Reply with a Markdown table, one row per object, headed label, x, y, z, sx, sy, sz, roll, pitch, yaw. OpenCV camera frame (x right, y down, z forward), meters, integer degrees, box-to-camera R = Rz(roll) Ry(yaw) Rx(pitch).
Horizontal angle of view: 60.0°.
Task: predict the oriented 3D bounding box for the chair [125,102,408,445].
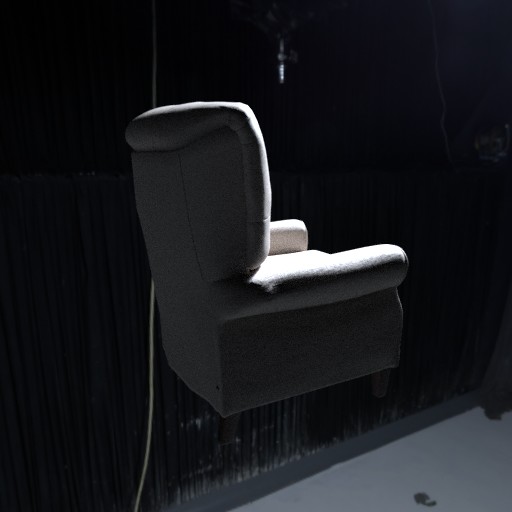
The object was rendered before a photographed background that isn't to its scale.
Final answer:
| label | x | y | z | sx | sy | sz | roll | pitch | yaw |
| --- | --- | --- | --- | --- | --- | --- | --- | --- | --- |
| chair | 0.000 | 0.000 | 1.918 | 1.025 | 1.209 | 0.942 | -7 | 15 | -26 |
